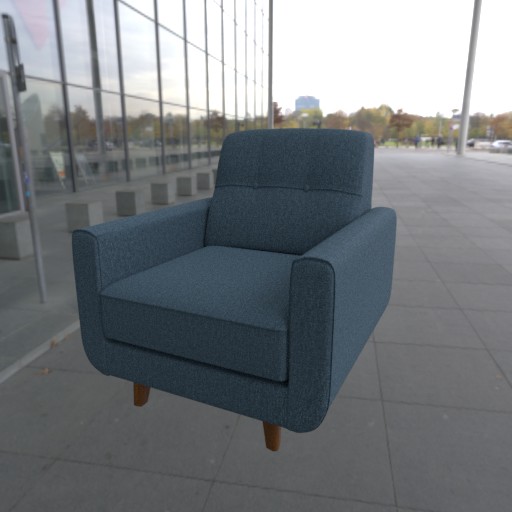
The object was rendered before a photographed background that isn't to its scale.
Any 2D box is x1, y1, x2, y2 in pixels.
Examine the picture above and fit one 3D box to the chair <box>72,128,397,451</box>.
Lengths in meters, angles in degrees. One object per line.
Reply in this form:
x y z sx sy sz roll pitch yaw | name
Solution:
0.000 0.000 1.671 0.880 0.940 0.964 7 16 25 | chair
